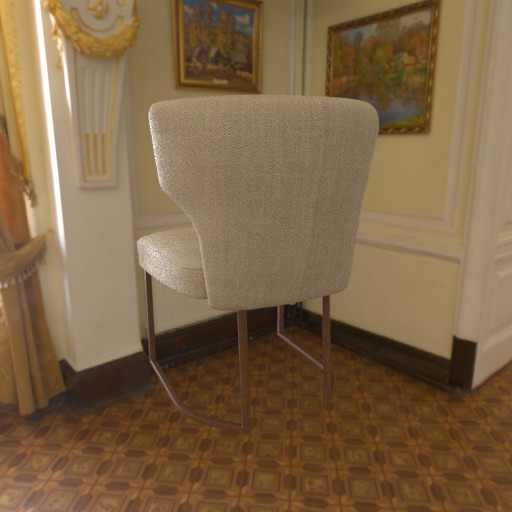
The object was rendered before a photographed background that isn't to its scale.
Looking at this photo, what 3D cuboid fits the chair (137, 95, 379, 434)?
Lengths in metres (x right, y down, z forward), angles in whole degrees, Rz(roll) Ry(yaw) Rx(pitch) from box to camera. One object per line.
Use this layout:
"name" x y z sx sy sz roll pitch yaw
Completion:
"chair" 0.000 0.000 1.273 0.611 0.824 0.617 -7 15 -26
